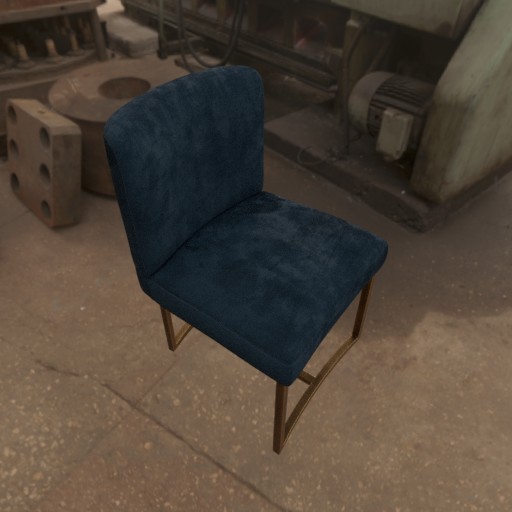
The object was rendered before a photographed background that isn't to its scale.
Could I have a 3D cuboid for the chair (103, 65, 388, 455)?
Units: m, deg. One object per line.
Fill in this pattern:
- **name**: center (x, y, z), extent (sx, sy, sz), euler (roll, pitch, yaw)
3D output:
- **chair**: center (0.000, 0.000, 1.196), extent (0.560, 0.824, 0.530), euler (26, 47, 26)
